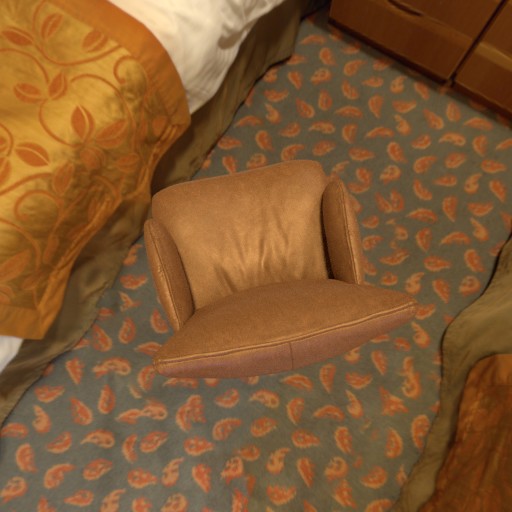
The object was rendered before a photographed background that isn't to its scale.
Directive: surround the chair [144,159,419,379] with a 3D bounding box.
[{"bbox_3d":[0.000,0.000,1.548,0.711,1.027,0.794,-12,76,-3],"label":"chair"}]
